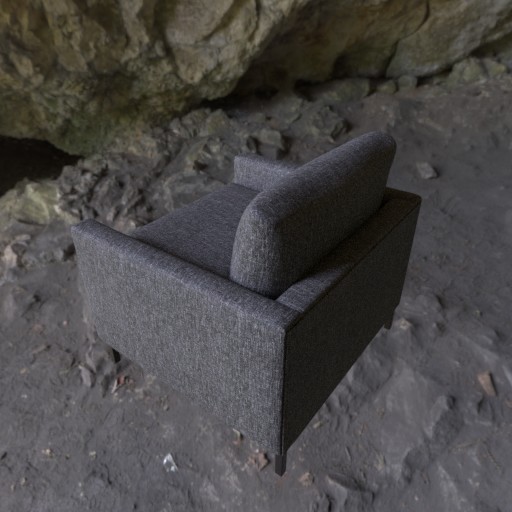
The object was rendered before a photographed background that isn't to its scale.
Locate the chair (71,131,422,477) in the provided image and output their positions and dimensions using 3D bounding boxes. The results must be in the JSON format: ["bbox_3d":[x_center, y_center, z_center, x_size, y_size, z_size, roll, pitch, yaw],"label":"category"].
[{"bbox_3d":[0.000,0.000,1.647,0.866,0.861,0.963,21,38,31],"label":"chair"}]
